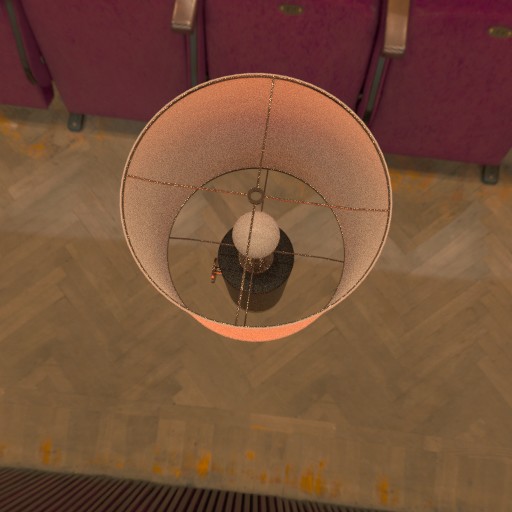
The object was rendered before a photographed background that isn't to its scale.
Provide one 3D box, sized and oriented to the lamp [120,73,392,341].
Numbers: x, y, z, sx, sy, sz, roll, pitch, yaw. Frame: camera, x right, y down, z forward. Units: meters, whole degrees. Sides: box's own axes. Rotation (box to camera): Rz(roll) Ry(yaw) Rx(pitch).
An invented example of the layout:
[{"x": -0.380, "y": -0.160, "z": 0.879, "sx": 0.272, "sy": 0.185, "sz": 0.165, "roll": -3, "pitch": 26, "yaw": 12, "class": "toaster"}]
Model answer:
[{"x": 0.000, "y": 0.000, "z": 0.626, "sx": 0.240, "sy": 0.482, "sz": 0.241, "roll": 8, "pitch": 77, "yaw": 2, "class": "lamp"}]
